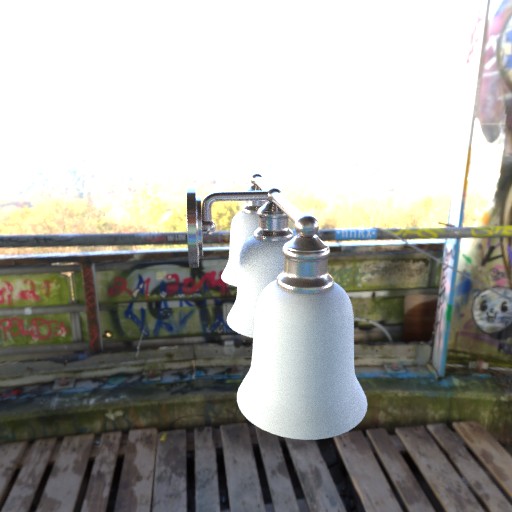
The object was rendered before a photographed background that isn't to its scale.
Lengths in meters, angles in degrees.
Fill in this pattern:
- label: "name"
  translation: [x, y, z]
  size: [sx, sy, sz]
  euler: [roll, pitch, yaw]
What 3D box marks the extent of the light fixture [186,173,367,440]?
- label: "light fixture"
  translation: [0.000, 0.000, 0.671]
  size: [0.198, 0.211, 0.570]
  euler: [-2, 16, -6]
